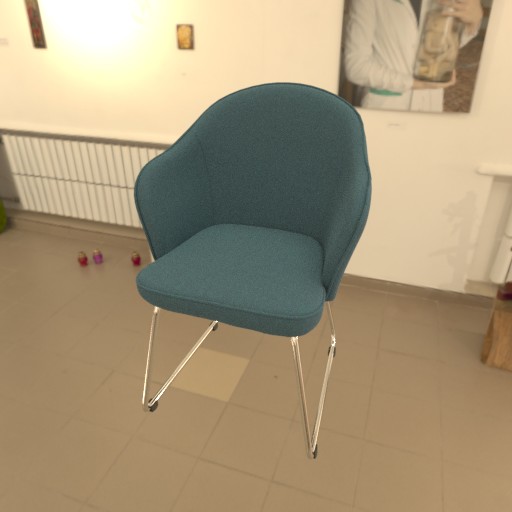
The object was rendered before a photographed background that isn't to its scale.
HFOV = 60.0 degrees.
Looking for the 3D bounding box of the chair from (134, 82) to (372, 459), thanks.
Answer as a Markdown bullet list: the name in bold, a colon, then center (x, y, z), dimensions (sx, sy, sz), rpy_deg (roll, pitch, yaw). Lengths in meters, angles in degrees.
- **chair**: center (0.000, 0.000, 1.200), dimensions (0.570, 0.815, 0.585), rpy_deg (9, 30, 16)
